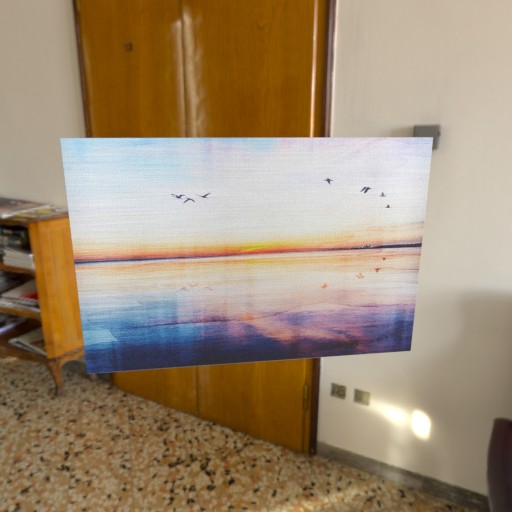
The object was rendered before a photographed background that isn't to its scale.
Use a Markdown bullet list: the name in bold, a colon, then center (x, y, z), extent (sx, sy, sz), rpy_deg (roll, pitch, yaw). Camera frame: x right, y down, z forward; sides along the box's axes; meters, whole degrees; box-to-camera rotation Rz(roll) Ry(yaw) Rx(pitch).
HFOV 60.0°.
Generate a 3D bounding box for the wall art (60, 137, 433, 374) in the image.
- **wall art**: center (0.000, 0.000, 1.173), extent (0.911, 0.605, 0.037), rpy_deg (-2, 16, -8)
